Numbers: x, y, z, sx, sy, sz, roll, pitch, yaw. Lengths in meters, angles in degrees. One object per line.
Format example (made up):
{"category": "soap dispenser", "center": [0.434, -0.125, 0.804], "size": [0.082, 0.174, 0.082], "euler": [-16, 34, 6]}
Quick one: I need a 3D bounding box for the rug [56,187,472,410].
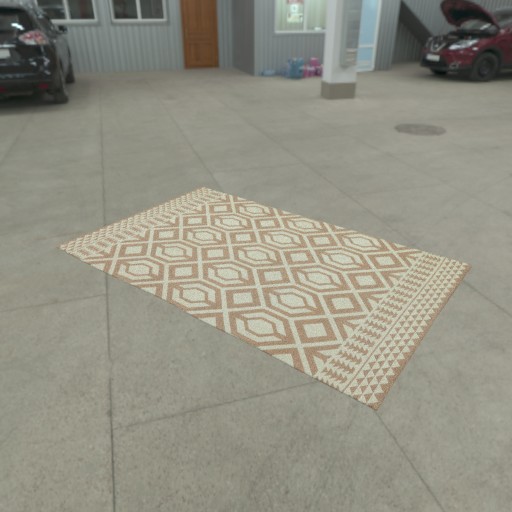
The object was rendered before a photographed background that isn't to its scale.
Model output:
{"category": "rug", "center": [0.000, 0.000, 3.040], "size": [2.435, 0.011, 1.526], "euler": [20, 35, 32]}
